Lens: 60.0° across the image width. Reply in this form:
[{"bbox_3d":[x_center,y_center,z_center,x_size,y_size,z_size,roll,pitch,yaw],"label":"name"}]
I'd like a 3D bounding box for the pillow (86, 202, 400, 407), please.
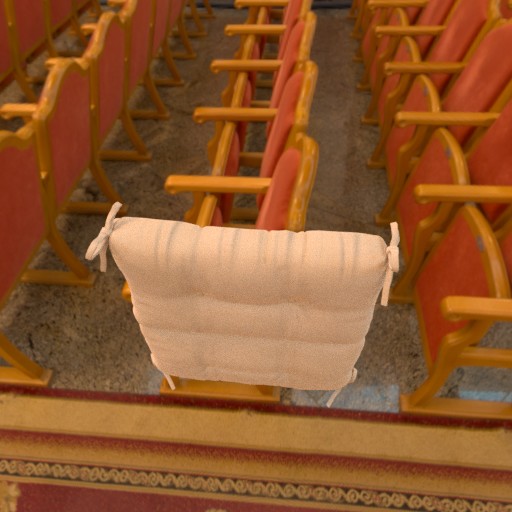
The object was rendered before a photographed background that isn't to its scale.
[{"bbox_3d":[0.000,0.000,1.051,0.519,0.605,0.571,4,46,4],"label":"pillow"}]
